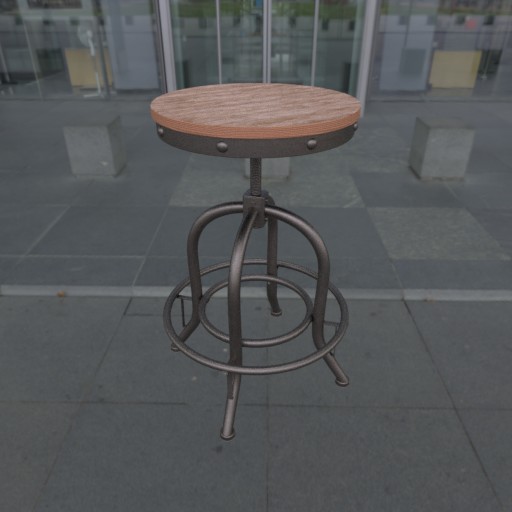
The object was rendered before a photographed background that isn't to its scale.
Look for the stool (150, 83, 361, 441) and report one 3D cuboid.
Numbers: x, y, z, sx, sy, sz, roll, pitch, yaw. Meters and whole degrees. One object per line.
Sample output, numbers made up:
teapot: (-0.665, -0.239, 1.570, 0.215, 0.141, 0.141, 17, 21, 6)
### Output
stool: (0.000, 0.000, 0.903, 0.439, 0.609, 0.439, 8, 31, 14)
